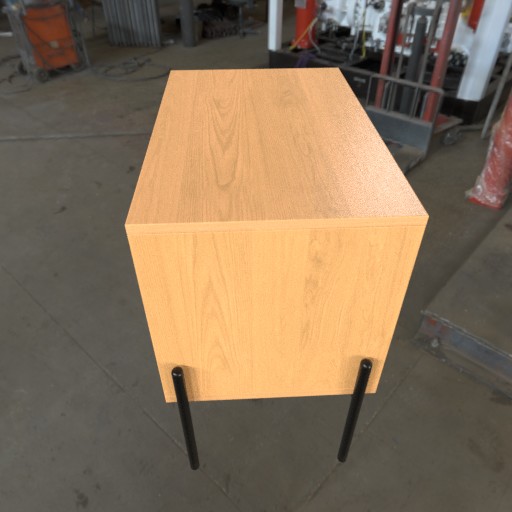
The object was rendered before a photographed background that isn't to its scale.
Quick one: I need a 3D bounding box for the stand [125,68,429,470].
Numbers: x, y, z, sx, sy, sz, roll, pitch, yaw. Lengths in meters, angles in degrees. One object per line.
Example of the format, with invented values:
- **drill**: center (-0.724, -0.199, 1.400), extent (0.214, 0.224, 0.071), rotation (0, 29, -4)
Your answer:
- **stand**: center (0.000, 0.000, 0.957), extent (0.400, 0.600, 0.630), rotation (-2, 40, -2)
